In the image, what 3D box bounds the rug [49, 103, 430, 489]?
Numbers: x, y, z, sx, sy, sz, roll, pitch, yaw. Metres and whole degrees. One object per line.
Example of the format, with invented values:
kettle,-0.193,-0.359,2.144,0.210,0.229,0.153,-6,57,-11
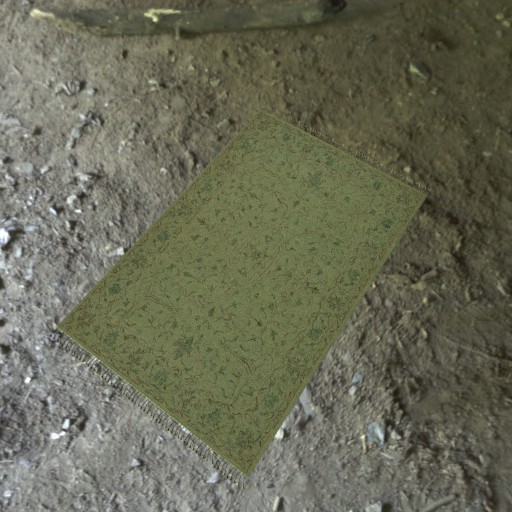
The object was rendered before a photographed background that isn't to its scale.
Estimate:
rug,0.000,0.000,3.065,1.544,0.010,2.435,32,67,15
